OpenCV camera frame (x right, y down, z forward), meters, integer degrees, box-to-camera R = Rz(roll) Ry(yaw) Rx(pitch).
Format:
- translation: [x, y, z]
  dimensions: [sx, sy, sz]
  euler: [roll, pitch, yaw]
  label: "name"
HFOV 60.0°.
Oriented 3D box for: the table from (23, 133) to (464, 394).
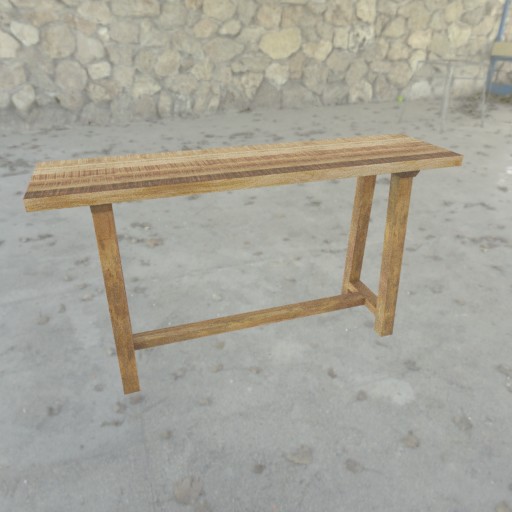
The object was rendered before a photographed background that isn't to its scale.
- translation: [0.000, 0.000, 1.824]
  dimensions: [1.524, 0.810, 0.405]
  euler: [-9, 29, -16]
  label: "table"
